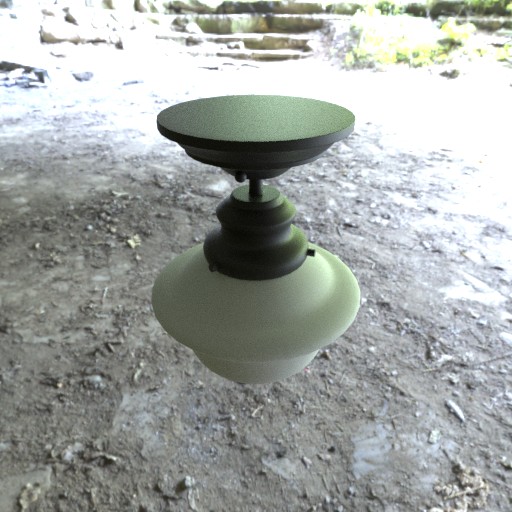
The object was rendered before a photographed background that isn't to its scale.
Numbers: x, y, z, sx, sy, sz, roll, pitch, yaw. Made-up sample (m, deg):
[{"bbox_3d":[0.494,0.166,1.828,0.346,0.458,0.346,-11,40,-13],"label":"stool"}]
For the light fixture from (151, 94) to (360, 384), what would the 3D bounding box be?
[{"bbox_3d":[0.000,0.000,0.405,0.197,0.254,0.197,0,30,0],"label":"light fixture"}]
